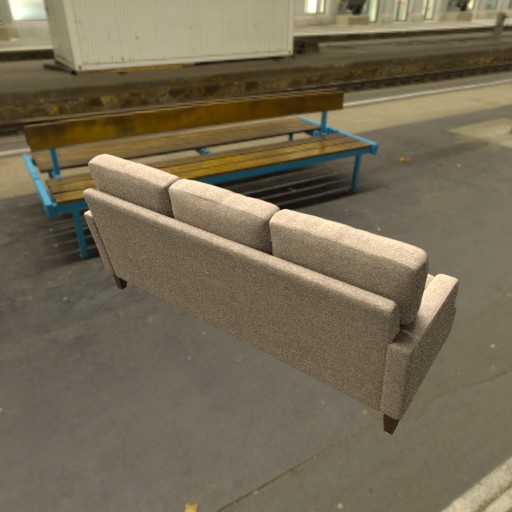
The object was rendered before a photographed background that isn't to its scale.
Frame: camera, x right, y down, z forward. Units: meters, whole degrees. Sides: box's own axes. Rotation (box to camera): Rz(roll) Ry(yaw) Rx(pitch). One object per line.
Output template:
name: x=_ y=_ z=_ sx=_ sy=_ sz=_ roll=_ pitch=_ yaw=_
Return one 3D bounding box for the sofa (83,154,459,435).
sofa: x=0.000 y=0.000 z=2.583 sx=2.115 sy=0.984 sz=0.888 roll=21 pitch=36 yaw=31
